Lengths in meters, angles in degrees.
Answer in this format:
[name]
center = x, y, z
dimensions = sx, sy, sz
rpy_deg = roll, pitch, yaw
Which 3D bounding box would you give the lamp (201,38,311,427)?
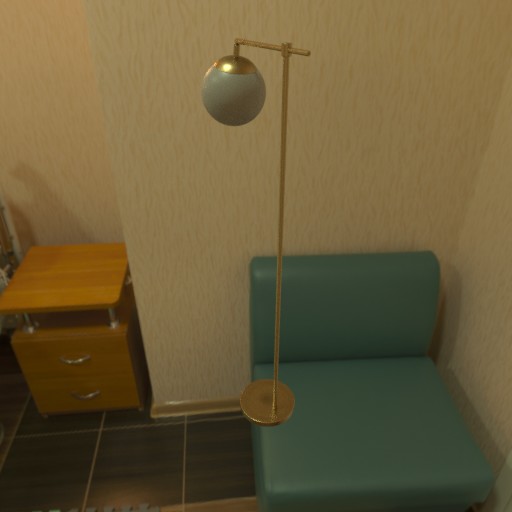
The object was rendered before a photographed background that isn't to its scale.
[lamp]
center = 0.000, 0.000, 1.698
dimensions = 0.249, 1.505, 0.476
rpy_deg = -20, 37, -29
